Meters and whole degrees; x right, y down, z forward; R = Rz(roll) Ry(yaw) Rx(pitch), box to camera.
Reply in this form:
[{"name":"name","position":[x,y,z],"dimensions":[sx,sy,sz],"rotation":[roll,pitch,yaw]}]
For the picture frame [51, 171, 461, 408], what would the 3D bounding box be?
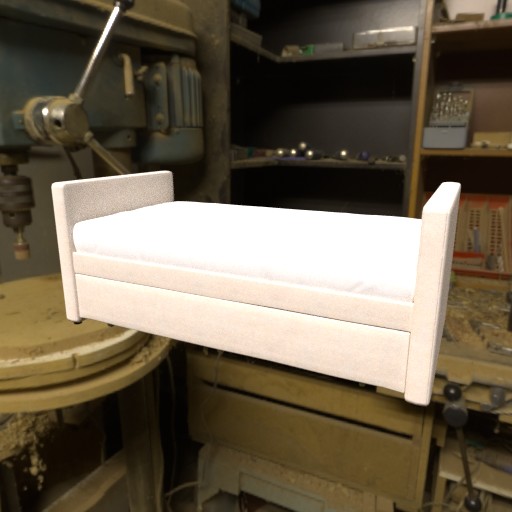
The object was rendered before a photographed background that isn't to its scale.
[{"name":"picture frame","position":[0.000,0.000,2.706],"dimensions":[2.161,0.891,1.069],"rotation":[7,17,25]}]
